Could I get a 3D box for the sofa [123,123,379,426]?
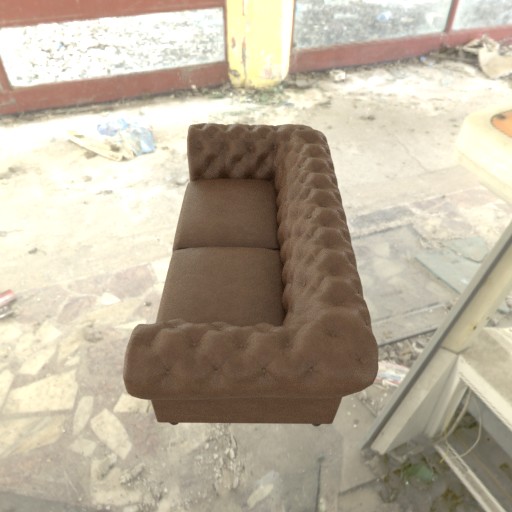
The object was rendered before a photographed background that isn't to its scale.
[{"bbox_3d":[0.000,0.000,2.505,0.955,0.784,2.048,0,41,0],"label":"sofa"}]
